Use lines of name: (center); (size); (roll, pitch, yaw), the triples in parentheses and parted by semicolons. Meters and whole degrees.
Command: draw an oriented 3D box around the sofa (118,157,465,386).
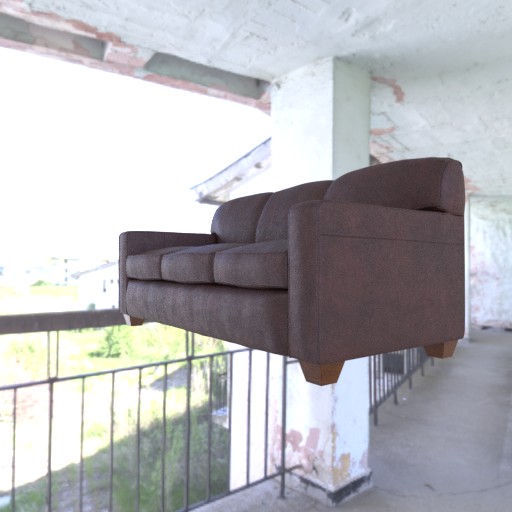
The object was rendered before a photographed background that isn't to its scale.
sofa: (0.000, 0.000, 2.585); (1.008, 0.953, 2.039); (1, -1, -36)
